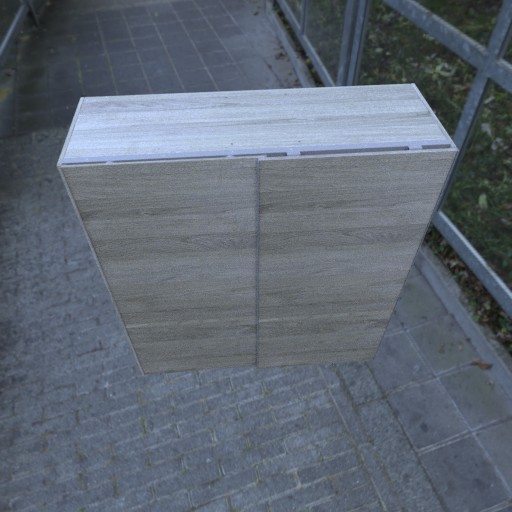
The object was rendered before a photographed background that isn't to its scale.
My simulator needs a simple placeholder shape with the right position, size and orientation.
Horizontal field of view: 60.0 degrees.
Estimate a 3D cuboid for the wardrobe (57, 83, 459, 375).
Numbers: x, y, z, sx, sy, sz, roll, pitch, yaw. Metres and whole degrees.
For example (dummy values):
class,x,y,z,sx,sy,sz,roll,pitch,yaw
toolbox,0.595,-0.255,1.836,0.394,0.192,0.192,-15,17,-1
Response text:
class,x,y,z,sx,sy,sz,roll,pitch,yaw
wardrobe,0.000,0.000,2.876,1.780,1.960,0.629,-4,48,-3
